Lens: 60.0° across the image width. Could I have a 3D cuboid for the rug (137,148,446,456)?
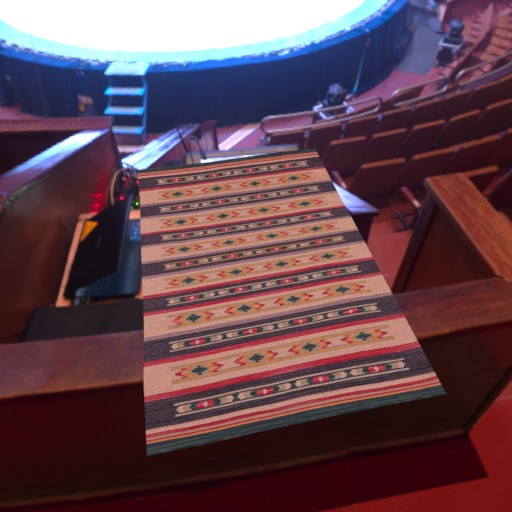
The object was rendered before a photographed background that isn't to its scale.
[{"bbox_3d":[0.000,0.000,2.949,1.522,0.010,2.311,-9,47,-8],"label":"rug"}]
